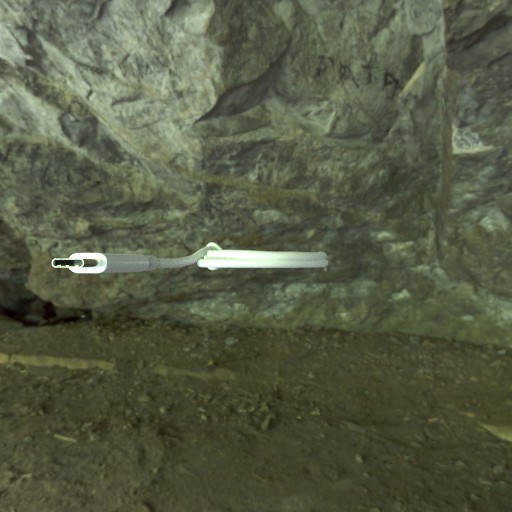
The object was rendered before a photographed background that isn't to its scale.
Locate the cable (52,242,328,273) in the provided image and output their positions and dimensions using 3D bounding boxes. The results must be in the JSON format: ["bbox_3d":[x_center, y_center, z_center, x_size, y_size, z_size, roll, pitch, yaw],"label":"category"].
[{"bbox_3d":[0.000,0.000,0.220,0.070,0.014,0.203,0,-1,16],"label":"cable"}]
